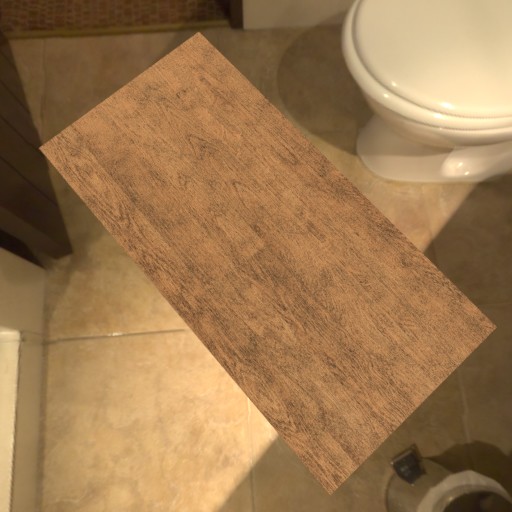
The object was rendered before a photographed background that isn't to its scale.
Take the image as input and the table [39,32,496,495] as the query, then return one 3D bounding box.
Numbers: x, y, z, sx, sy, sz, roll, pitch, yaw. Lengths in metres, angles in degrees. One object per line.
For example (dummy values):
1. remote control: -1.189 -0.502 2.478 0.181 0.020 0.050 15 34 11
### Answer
1. table: 0.000 0.000 2.180 0.893 0.767 1.805 -41 79 -9
